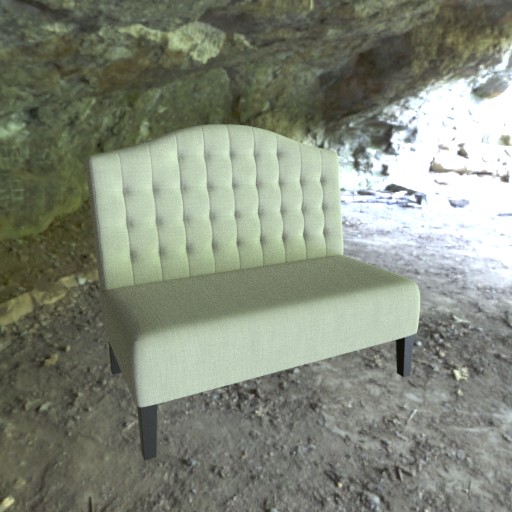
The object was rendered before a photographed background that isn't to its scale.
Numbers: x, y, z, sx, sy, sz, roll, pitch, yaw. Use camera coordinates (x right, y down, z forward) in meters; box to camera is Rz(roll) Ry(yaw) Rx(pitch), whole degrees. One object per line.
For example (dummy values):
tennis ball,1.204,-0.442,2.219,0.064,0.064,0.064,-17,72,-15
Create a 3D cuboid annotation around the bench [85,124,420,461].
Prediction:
bench,0.000,0.000,2.054,1.335,1.180,0.815,-8,17,-26
